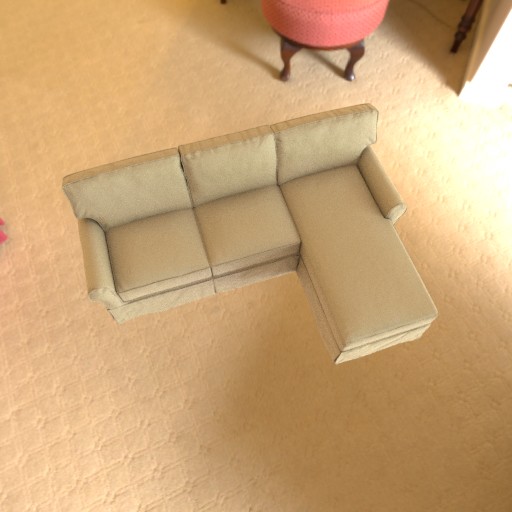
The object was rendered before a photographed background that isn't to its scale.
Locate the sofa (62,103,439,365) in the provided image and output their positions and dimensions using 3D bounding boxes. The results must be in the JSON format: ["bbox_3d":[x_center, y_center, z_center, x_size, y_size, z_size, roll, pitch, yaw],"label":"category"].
[{"bbox_3d":[0.000,0.000,3.338,2.475,0.978,1.733,-16,64,-8],"label":"sofa"}]
